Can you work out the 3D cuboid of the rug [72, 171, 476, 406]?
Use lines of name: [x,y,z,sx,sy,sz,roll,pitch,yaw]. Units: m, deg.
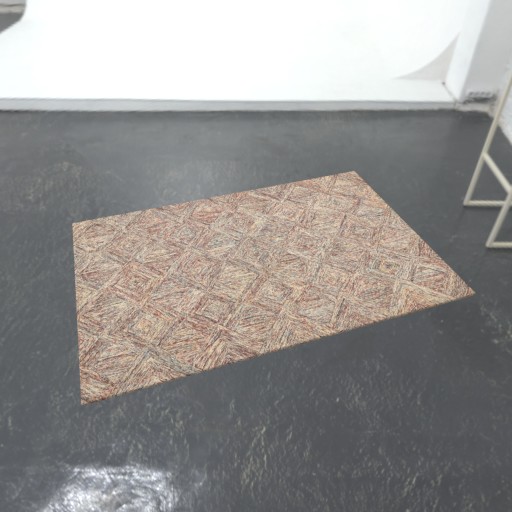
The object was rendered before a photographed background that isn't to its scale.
rug: [0.000,0.000,2.942,2.285,0.019,1.523,-13,43,-14]
